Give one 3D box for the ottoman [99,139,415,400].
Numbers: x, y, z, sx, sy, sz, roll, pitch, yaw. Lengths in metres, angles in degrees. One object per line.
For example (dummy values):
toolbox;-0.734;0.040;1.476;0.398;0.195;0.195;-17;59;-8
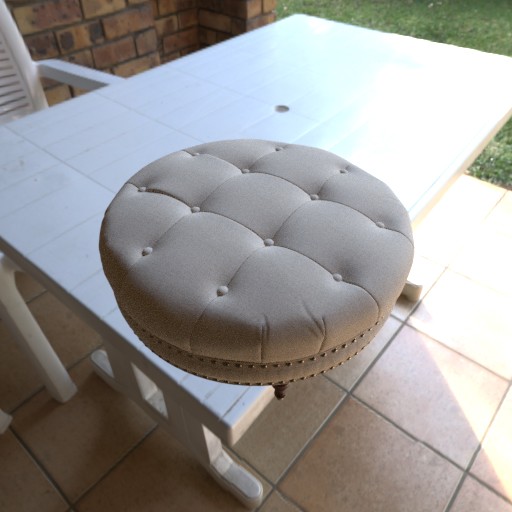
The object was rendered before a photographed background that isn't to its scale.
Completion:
ottoman;0.000;0.000;1.455;0.940;0.483;0.940;0;43;0
